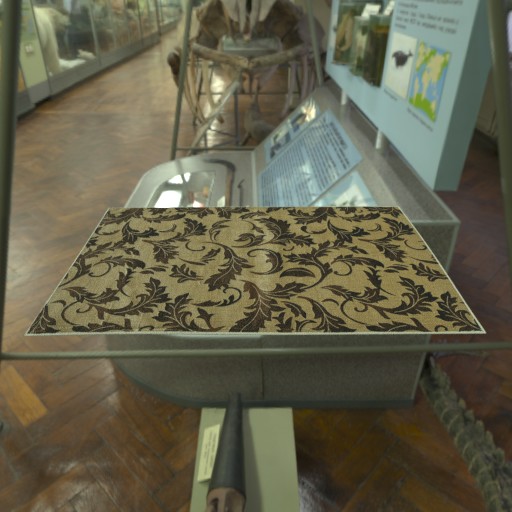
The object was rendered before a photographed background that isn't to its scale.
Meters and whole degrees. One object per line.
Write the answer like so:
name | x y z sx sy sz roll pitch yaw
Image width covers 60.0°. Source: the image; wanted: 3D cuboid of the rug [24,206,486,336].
rug | 0.000 0.000 2.827 2.284 0.008 1.522 0 31 -1
